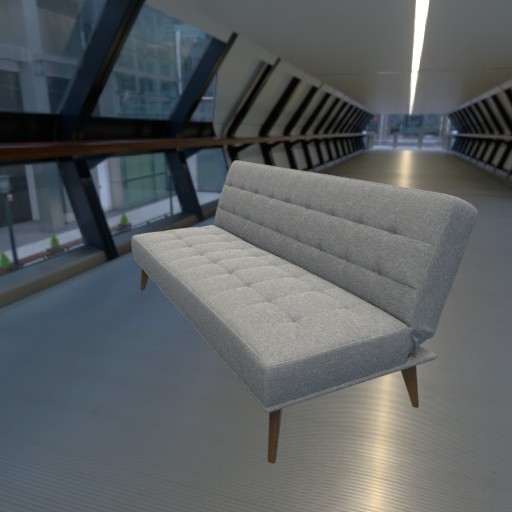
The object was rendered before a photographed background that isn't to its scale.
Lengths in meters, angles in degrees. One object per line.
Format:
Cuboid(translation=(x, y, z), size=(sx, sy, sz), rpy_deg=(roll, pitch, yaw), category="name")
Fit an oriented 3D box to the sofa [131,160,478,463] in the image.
Cuboid(translation=(0.000, 0.000, 2.211), size=(0.860, 0.810, 1.800), rpy_deg=(-8, 18, -26), category="sofa")
